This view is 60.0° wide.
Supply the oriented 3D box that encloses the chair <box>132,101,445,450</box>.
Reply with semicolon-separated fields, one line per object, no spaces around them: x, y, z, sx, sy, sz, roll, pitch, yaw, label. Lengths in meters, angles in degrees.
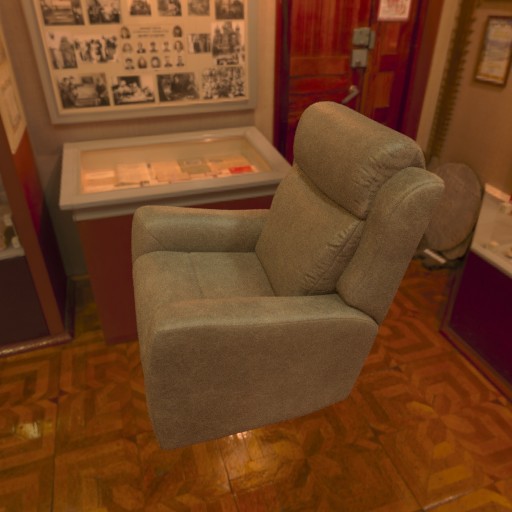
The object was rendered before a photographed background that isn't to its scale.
0.000;0.000;1.898;1.068;1.116;0.965;-9;33;-14;chair
